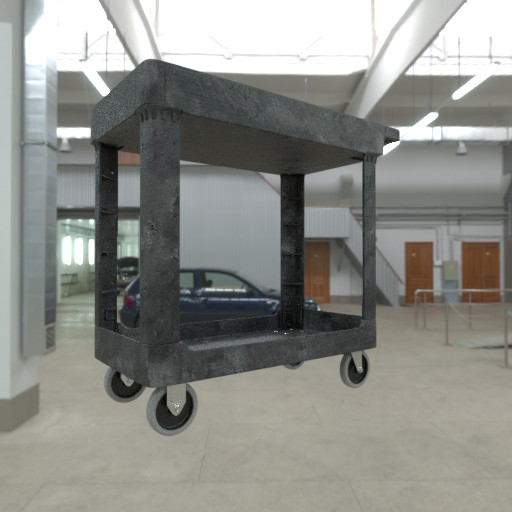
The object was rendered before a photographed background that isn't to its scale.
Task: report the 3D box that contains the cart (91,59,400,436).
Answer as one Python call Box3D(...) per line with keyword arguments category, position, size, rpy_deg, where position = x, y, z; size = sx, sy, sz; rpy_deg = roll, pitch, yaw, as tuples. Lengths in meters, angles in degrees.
Box3D(category="cart", position=(0.000, 0.000, 1.346), size=(0.877, 0.824, 0.420), rpy_deg=(0, -1, -37))
